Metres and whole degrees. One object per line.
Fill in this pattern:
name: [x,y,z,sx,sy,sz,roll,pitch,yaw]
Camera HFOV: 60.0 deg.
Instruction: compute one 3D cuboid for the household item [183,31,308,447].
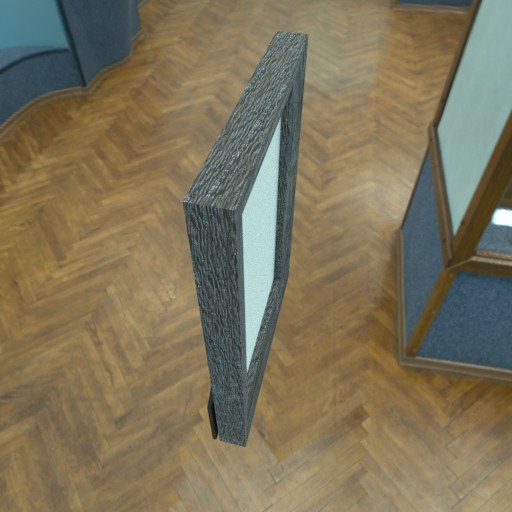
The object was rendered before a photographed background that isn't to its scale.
household item: [0.000,0.000,0.236,0.020,0.180,0.133,10,48,9]
